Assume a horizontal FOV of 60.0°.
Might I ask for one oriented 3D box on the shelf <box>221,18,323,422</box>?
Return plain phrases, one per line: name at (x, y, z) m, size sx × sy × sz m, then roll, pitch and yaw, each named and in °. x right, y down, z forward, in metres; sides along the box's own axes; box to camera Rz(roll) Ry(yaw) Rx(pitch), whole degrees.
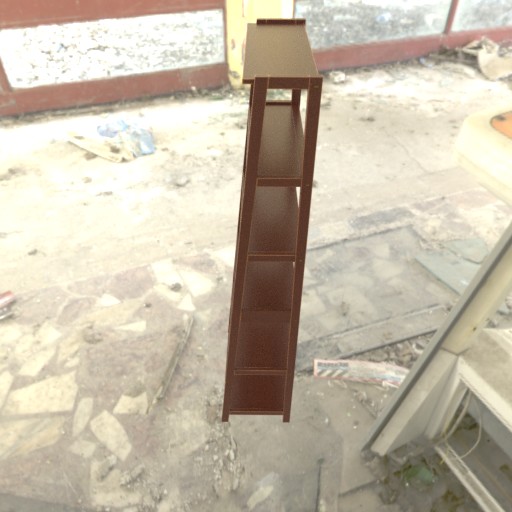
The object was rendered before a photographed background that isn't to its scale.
shelf at (0.000, 0.000, 2.105) m, size 0.381 × 1.892 × 0.660 m, roll 0°, pitch 41°, yaw 0°
